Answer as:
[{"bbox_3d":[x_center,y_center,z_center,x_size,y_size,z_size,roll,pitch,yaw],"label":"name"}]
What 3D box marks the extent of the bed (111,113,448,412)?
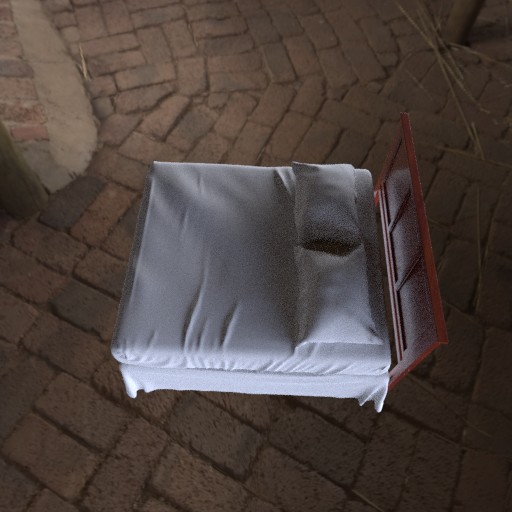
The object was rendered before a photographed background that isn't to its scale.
[{"bbox_3d":[0.000,0.000,3.227,2.050,1.270,1.870,2,60,1],"label":"bed"}]
